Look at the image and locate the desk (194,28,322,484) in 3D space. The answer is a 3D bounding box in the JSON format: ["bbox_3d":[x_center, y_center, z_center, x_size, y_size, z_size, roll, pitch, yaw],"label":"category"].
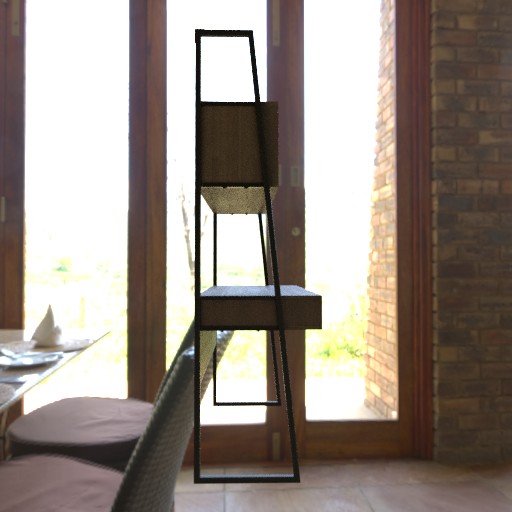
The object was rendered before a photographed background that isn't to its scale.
[{"bbox_3d":[0.000,0.000,2.251,0.515,1.809,0.982,0,-1,-1],"label":"desk"}]
